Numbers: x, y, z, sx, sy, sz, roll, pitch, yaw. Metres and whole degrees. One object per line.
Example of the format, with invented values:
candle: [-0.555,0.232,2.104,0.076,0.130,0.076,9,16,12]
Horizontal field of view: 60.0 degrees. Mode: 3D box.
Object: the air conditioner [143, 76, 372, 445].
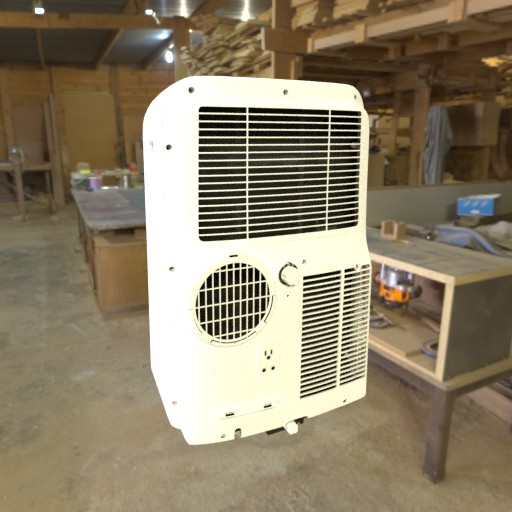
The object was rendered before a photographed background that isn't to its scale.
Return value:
air conditioner: [0.000,0.000,0.973,0.454,0.700,0.365,-7,16,-24]
